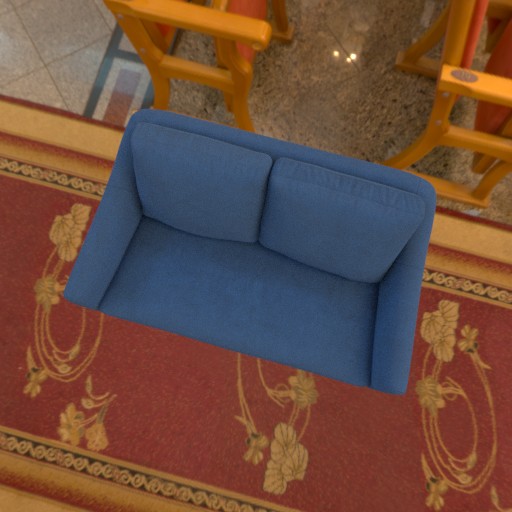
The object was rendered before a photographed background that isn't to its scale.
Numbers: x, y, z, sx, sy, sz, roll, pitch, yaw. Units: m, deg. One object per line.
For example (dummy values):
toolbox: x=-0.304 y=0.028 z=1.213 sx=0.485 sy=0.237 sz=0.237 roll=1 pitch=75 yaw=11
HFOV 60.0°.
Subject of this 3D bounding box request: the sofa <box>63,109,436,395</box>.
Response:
sofa: x=0.000 y=0.000 z=2.230 sx=1.619 sy=0.902 sz=0.960 roll=15 pitch=77 yaw=3
